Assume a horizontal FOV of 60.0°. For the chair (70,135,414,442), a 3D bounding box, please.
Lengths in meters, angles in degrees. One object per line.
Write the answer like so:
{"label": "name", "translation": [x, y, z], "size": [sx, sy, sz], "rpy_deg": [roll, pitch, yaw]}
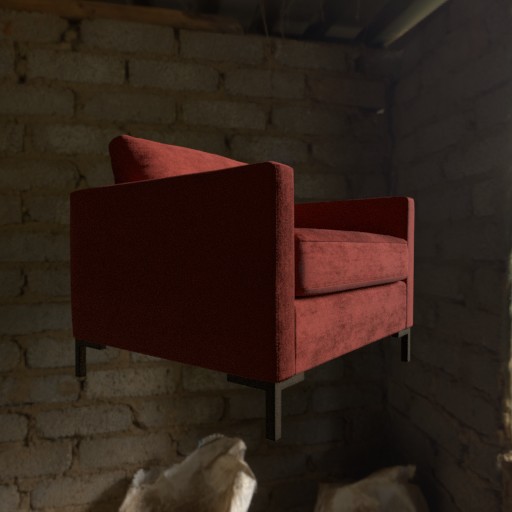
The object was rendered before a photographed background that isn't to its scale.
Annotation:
{"label": "chair", "translation": [0.000, 0.000, 1.587], "size": [0.875, 0.812, 0.964], "rpy_deg": [1, 1, 38]}
